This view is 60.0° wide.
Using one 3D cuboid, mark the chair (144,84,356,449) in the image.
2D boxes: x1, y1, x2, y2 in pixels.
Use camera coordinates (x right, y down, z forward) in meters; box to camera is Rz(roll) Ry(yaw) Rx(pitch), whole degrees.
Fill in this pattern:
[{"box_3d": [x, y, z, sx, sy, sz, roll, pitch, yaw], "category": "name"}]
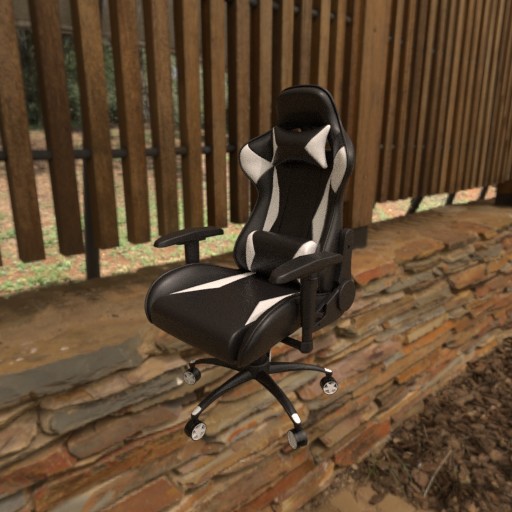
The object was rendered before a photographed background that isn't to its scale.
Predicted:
[{"box_3d": [0.000, 0.000, 1.726, 0.730, 1.285, 0.695, 15, 21, 42], "category": "chair"}]
